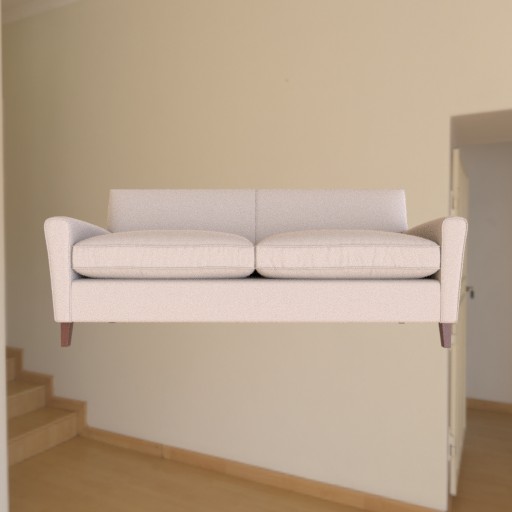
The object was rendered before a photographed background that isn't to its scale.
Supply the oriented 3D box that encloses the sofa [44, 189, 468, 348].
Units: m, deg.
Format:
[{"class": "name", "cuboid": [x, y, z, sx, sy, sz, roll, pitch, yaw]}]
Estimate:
[{"class": "sofa", "cuboid": [0.000, 0.000, 2.484, 2.000, 0.846, 0.875, 0, 1, 1]}]
